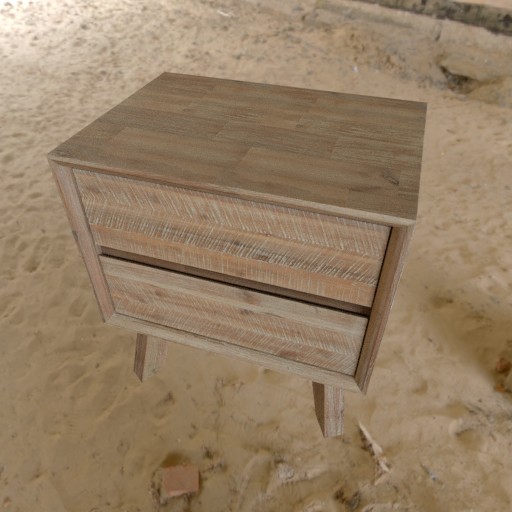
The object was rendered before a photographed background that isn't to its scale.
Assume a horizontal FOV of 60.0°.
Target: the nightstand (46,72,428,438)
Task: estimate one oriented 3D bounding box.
[{"bbox_3d":[0.000,0.000,0.952,0.552,0.589,0.396,12,42,14],"label":"nightstand"}]
